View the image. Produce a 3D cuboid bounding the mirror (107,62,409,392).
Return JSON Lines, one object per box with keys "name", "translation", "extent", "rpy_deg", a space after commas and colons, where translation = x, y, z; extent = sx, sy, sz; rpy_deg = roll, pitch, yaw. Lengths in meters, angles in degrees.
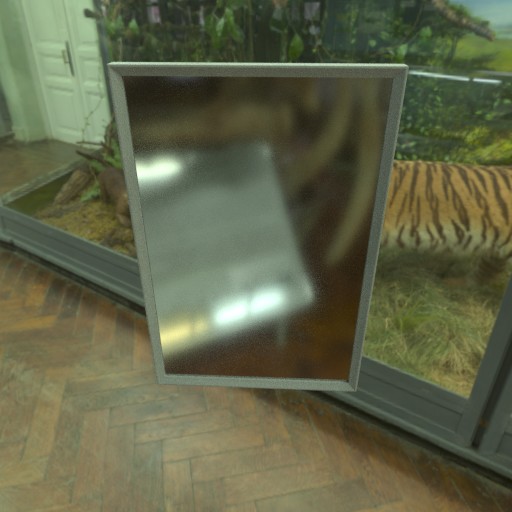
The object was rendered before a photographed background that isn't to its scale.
{"name": "mirror", "translation": [0.000, 0.000, 1.141], "extent": [0.609, 0.915, 0.041], "rpy_deg": [1, 30, 2]}
